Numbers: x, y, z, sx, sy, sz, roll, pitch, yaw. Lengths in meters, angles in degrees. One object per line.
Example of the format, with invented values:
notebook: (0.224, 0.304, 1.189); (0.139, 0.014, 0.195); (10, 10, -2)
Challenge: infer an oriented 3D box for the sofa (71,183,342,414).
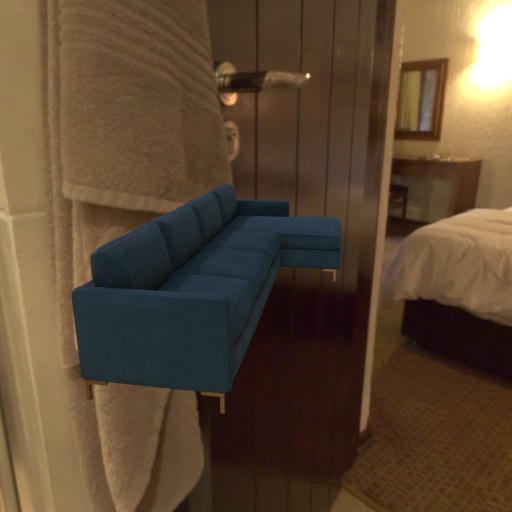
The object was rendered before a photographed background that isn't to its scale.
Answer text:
sofa: (0.000, 0.000, 3.456); (1.350, 0.810, 2.932); (3, 17, 9)
